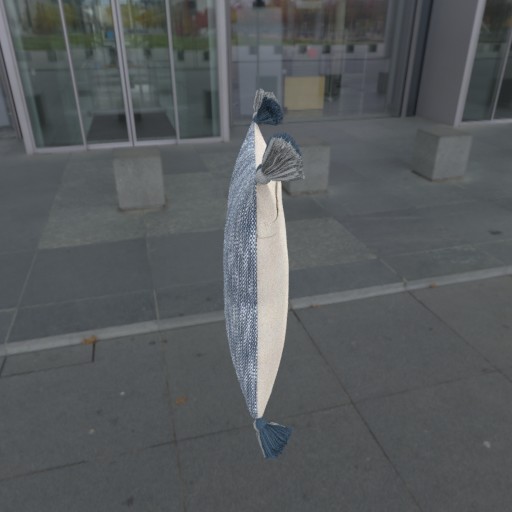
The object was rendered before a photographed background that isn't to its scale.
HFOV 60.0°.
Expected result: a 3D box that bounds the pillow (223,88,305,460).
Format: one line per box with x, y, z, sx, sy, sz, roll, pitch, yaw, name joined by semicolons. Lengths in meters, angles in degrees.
0.000;0.000;0.963;0.138;0.634;0.614;0;27;0;pillow
